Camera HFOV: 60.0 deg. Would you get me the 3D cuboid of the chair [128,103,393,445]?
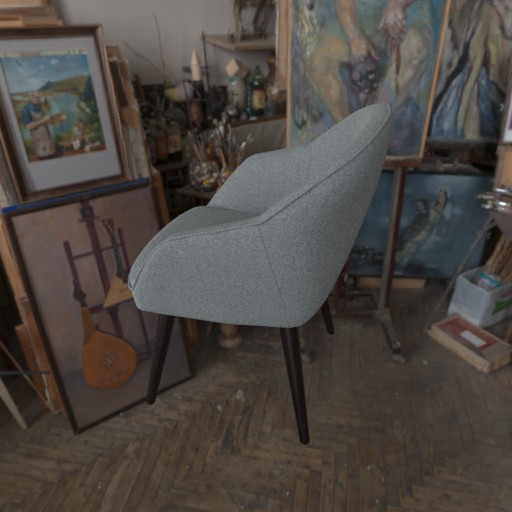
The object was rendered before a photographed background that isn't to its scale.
[{"bbox_3d":[0.000,0.000,1.217,0.611,0.810,0.589,9,31,15],"label":"chair"}]
